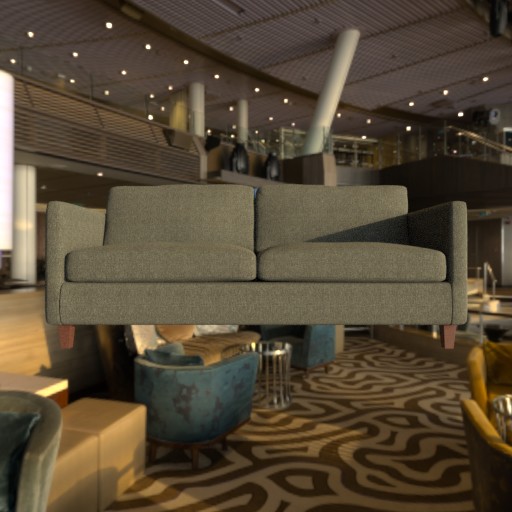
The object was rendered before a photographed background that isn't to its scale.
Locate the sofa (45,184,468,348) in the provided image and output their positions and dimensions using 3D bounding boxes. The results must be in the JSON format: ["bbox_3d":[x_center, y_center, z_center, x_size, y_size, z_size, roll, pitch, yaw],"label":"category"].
[{"bbox_3d":[0.000,0.000,2.731,2.208,0.965,0.948,0,0,0],"label":"sofa"}]
